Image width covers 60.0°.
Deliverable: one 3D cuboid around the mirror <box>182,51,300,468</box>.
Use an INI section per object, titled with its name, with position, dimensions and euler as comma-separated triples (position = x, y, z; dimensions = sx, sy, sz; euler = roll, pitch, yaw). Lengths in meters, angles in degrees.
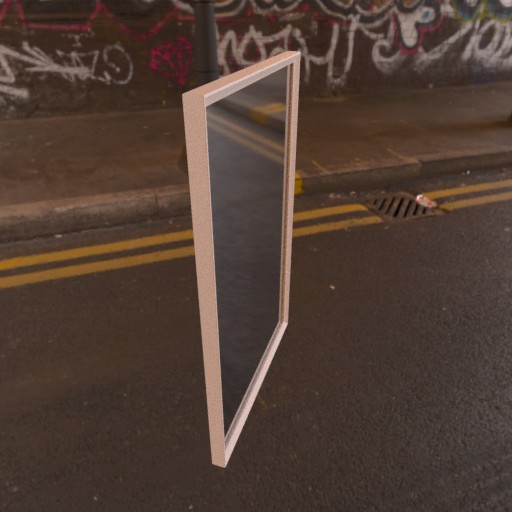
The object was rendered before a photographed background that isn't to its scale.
[mirror]
position = 0.000, 0.000, 1.156
dimensions = 0.041, 0.915, 0.609
euler = 10, 32, 16
